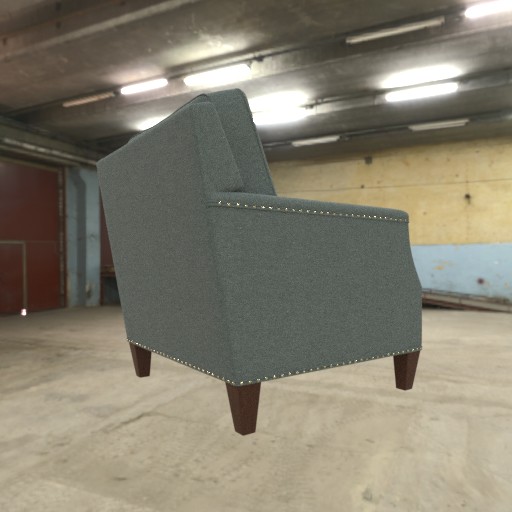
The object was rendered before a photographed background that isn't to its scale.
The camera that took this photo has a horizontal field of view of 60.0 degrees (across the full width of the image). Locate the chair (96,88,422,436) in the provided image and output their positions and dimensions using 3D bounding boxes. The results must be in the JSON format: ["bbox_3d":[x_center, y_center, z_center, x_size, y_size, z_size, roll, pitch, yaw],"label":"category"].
[{"bbox_3d":[0.000,0.000,1.792,1.031,1.031,0.885,1,-1,-36],"label":"chair"}]
